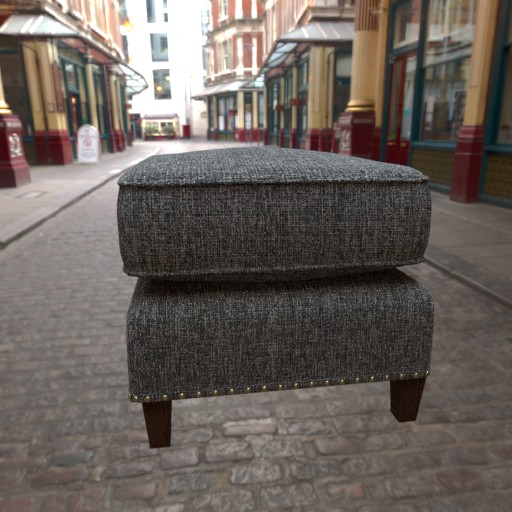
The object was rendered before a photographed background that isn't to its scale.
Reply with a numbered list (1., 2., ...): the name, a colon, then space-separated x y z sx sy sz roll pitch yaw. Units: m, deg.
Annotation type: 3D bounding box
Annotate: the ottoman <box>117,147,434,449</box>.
1. ottoman: 0.000 0.000 1.121 0.589 0.537 0.738 -2 16 -9
